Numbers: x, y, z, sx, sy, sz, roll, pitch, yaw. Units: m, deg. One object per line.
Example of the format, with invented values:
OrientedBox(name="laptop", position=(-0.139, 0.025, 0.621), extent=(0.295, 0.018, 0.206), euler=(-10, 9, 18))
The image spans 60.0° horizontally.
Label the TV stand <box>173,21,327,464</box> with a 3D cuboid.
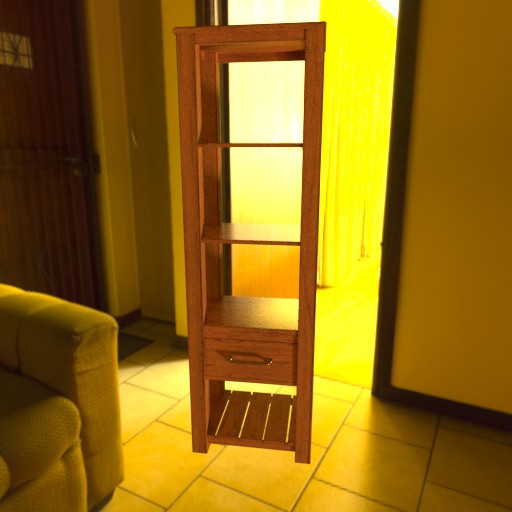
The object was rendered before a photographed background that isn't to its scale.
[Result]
OrientedBox(name="TV stand", position=(0.000, 0.000, 2.014), extent=(0.565, 1.828, 0.435), euler=(2, 14, 8))
